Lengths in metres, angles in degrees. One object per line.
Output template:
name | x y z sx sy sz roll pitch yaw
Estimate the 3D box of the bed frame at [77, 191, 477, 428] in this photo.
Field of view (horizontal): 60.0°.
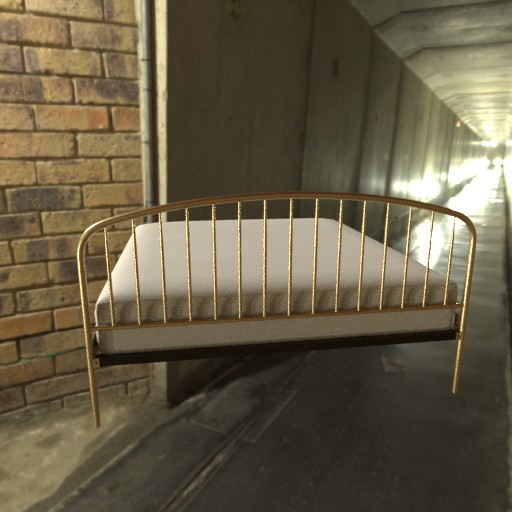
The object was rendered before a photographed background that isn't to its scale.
bed frame | 0.000 0.000 3.277 2.016 1.174 2.152 -2 15 -9
